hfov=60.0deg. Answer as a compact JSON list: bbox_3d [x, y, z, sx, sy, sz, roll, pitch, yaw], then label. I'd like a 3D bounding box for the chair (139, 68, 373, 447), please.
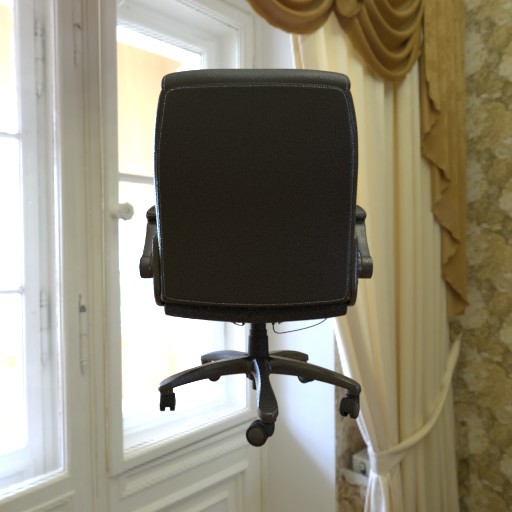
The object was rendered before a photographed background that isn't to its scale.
[{"bbox_3d":[0.000,0.000,1.612,0.782,1.110,0.724,0,2,0],"label":"chair"}]
